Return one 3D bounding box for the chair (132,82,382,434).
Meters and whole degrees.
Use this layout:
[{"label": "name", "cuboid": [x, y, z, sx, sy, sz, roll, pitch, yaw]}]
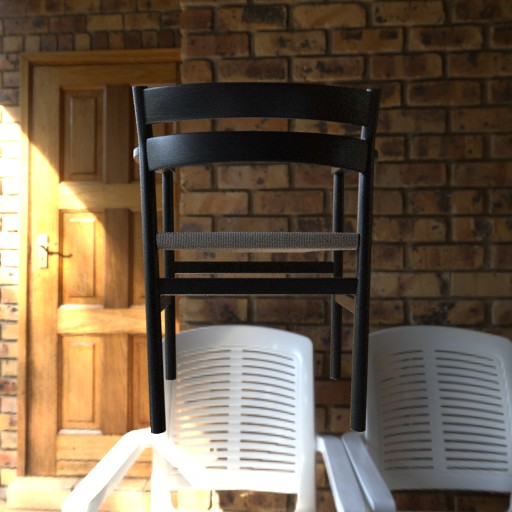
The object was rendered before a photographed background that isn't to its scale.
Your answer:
[{"label": "chair", "cuboid": [0.000, 0.000, 1.169, 0.630, 0.775, 0.508, 0, -1, -2]}]
